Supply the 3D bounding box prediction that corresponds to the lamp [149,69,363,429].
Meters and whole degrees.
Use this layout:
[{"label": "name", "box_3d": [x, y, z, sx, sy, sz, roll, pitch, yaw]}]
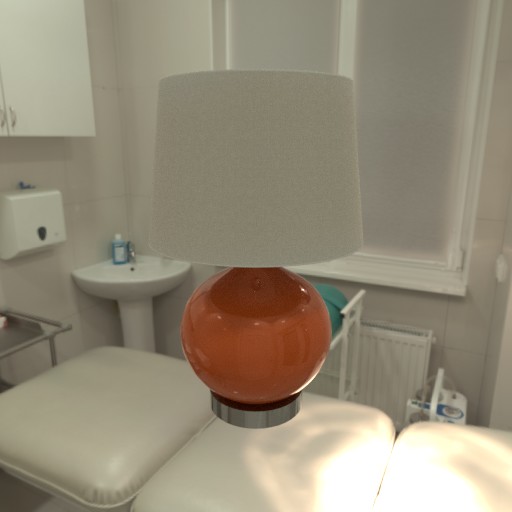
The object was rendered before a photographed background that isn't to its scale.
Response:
[{"label": "lamp", "box_3d": [0.000, 0.000, 0.527, 0.247, 0.387, 0.247, 0, 15, 0]}]
